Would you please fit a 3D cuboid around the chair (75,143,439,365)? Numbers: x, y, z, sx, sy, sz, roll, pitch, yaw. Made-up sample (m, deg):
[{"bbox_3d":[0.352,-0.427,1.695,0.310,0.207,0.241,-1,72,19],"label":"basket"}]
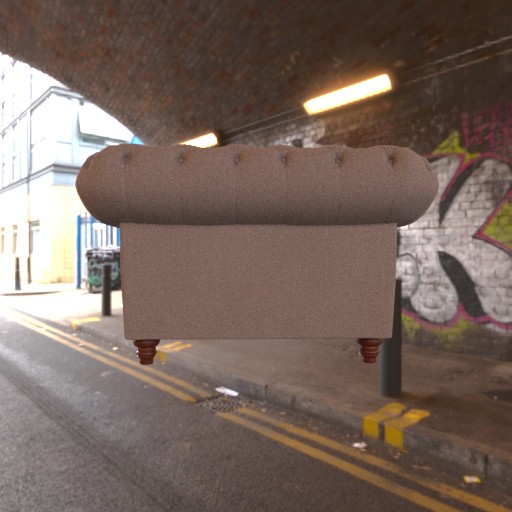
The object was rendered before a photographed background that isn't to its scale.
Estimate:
[{"bbox_3d":[0.000,0.000,1.878,1.270,0.770,0.976,0,0,-2],"label":"chair"}]
